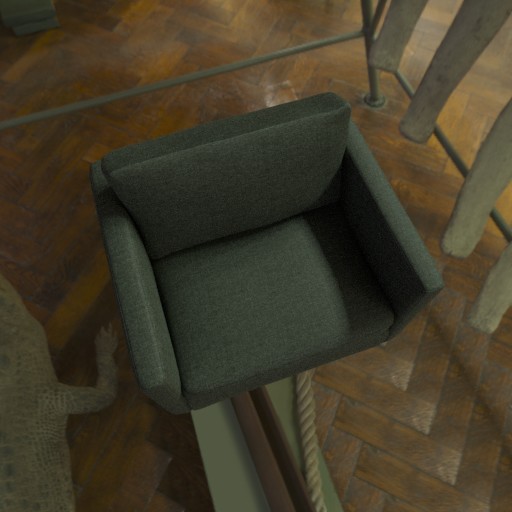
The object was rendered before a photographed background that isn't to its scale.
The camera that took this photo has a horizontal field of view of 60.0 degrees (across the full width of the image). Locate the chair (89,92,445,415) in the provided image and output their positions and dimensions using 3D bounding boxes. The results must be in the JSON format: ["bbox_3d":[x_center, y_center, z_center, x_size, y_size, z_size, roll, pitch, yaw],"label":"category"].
[{"bbox_3d":[0.000,0.000,1.858,1.107,0.963,0.959,-17,65,-8],"label":"chair"}]
